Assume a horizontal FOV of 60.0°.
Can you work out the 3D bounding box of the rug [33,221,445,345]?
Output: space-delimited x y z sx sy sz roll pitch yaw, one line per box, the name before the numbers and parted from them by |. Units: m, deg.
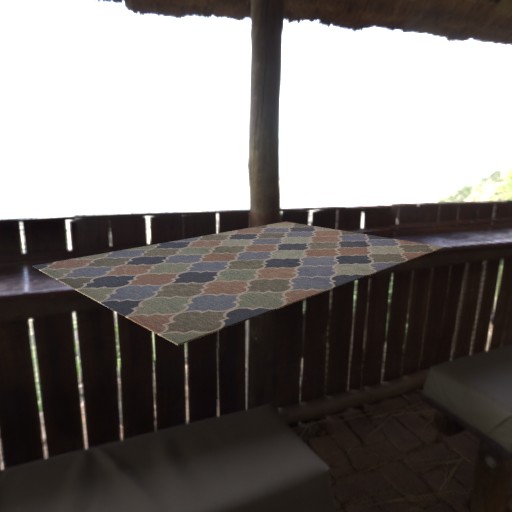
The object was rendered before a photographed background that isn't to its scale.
rug | 0.000 0.000 2.921 2.284 0.006 1.521 -13 19 -43
